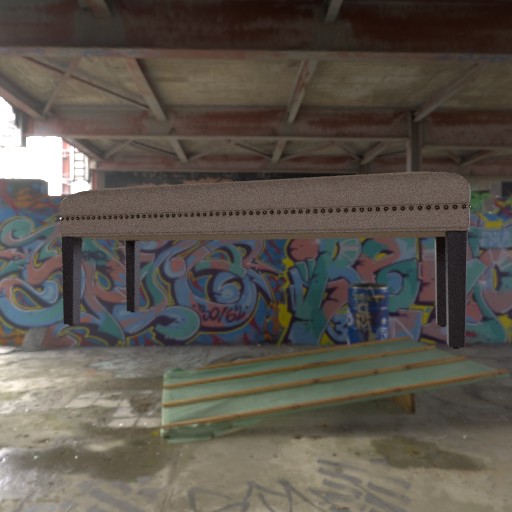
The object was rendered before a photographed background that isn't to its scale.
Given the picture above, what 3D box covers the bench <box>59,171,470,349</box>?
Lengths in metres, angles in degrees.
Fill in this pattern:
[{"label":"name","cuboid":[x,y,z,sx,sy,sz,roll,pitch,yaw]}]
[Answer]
[{"label":"bench","cuboid":[0.000,0.000,1.448,1.219,0.457,0.410,0,0,18]}]
